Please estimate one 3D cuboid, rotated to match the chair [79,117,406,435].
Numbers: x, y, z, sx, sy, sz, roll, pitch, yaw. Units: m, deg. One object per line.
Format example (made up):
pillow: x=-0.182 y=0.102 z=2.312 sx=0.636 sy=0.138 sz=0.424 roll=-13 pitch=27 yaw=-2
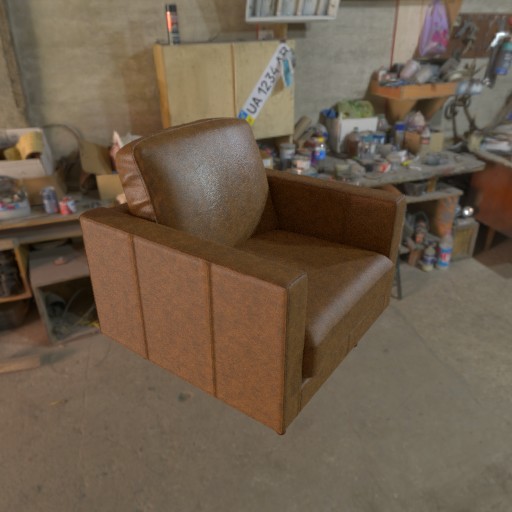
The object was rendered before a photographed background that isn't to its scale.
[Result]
chair: x=0.000 y=0.000 z=1.737 sx=0.909 sy=0.956 sz=0.890 roll=18 pitch=32 yaw=31
